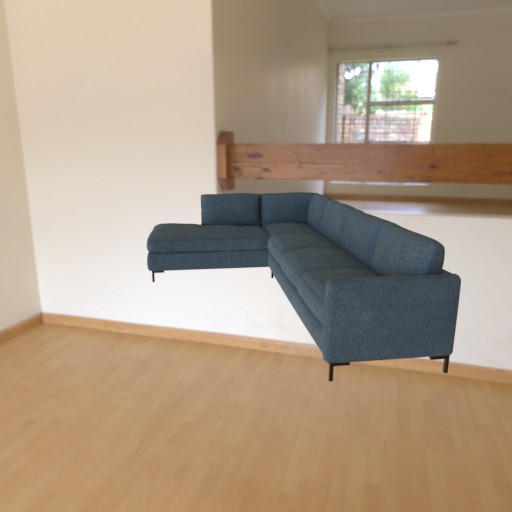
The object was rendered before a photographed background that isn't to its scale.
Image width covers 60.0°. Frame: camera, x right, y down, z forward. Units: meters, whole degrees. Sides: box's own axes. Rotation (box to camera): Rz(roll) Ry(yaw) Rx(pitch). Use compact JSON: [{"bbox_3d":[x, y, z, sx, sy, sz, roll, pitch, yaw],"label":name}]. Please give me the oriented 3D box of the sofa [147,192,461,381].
[{"bbox_3d":[0.000,0.000,3.850,2.007,0.815,2.949,-2,14,-8],"label":"sofa"}]
